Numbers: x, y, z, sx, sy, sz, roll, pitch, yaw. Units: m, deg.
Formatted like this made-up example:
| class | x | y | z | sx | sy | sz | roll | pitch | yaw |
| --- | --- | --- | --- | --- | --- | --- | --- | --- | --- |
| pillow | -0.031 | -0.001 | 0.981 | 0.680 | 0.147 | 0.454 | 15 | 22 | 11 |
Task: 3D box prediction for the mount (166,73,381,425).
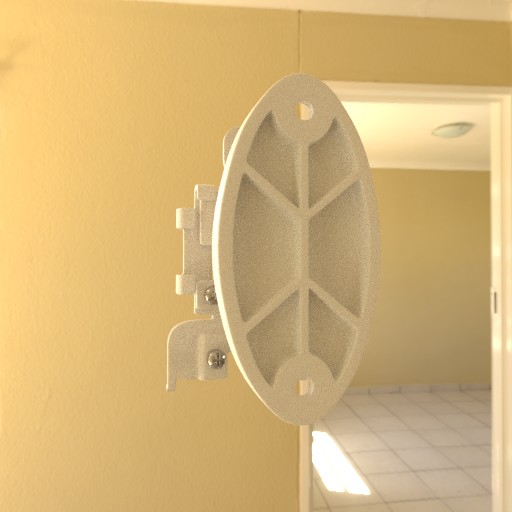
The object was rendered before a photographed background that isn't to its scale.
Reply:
| class | x | y | z | sx | sy | sz | roll | pitch | yaw |
| --- | --- | --- | --- | --- | --- | --- | --- | --- | --- |
| mount | 0.000 | 0.000 | 0.179 | 0.066 | 0.118 | 0.100 | 0 | -1 | -17 |
